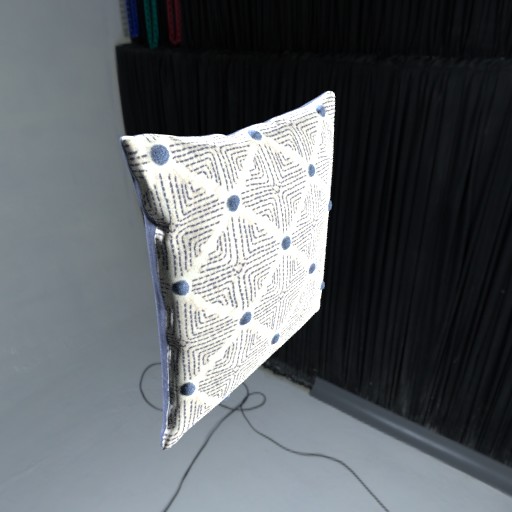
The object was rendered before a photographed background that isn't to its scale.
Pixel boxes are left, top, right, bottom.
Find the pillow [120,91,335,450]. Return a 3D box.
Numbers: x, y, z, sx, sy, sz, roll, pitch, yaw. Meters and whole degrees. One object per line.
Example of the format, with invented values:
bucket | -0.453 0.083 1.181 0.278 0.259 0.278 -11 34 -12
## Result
pillow | 0.000 0.000 0.792 0.145 0.510 0.510 19 33 32
